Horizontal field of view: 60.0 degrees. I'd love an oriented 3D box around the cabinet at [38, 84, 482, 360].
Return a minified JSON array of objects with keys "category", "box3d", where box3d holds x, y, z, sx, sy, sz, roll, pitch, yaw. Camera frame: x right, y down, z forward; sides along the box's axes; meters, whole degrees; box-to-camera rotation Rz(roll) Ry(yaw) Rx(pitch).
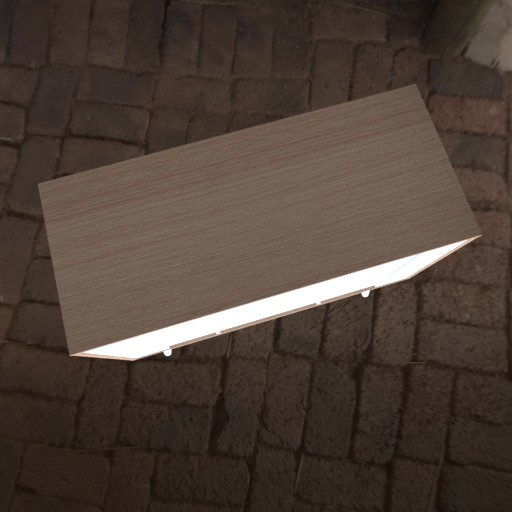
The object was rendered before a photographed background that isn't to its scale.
[{"category":"cabinet","box3d":[0.000,0.000,1.633,1.057,1.016,0.470,-16,76,-4]}]
